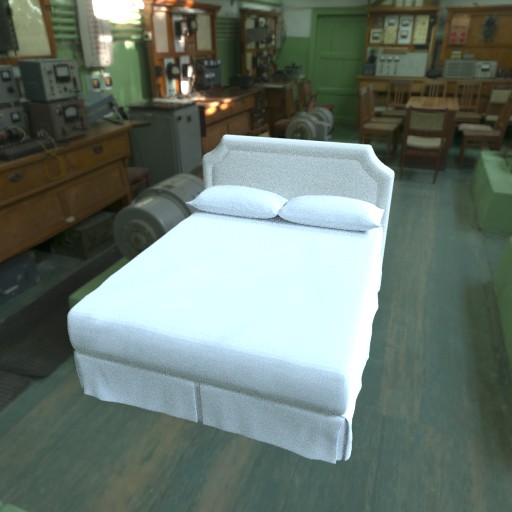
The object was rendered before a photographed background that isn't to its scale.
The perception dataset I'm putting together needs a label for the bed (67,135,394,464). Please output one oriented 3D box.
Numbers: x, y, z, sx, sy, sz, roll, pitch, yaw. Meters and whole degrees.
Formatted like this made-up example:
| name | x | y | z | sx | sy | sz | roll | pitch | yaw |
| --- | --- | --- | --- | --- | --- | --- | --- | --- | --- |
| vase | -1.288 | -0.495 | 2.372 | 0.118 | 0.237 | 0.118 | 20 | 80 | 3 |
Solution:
| name | x | y | z | sx | sy | sz | roll | pitch | yaw |
| --- | --- | --- | --- | --- | --- | --- | --- | --- | --- |
| bed | 0.000 | 0.000 | 3.868 | 2.134 | 1.524 | 2.548 | 9 | 28 | 17 |
